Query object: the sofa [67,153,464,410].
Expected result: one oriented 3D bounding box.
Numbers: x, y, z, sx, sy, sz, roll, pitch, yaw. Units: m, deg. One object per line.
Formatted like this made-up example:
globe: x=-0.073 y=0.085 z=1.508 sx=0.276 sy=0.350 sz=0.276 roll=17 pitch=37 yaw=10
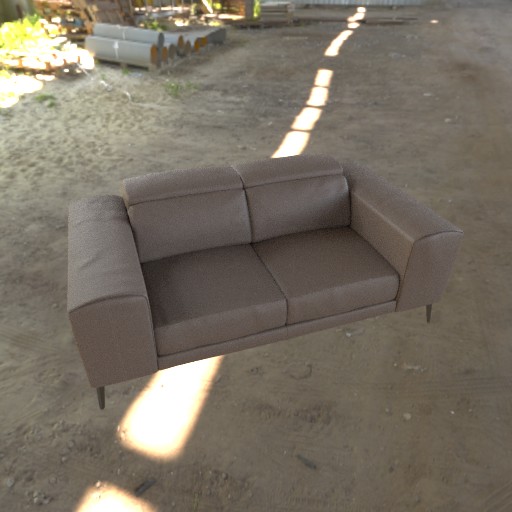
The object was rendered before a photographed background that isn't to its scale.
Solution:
sofa: x=0.000 y=0.000 z=2.457 sx=1.895 sy=0.779 sz=1.003 roll=-11 pitch=34 yaw=-16
